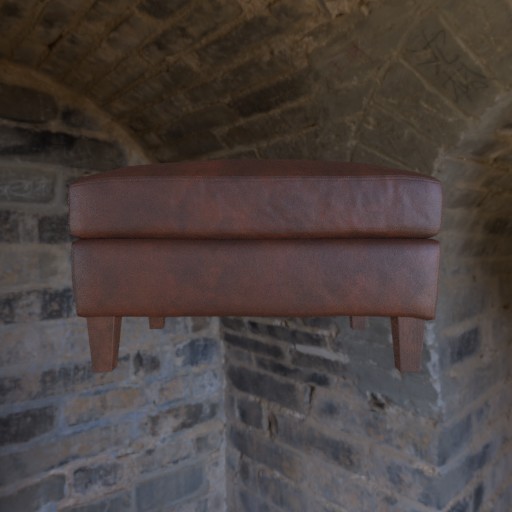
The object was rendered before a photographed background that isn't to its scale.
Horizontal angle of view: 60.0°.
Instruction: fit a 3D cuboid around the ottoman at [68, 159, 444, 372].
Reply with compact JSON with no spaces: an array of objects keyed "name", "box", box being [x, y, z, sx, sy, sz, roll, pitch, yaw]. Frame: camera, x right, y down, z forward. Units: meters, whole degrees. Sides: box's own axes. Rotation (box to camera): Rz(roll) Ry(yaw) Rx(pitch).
[{"name":"ottoman","box":[0.000,0.000,1.307,0.887,0.527,0.659,0,1,0]}]
